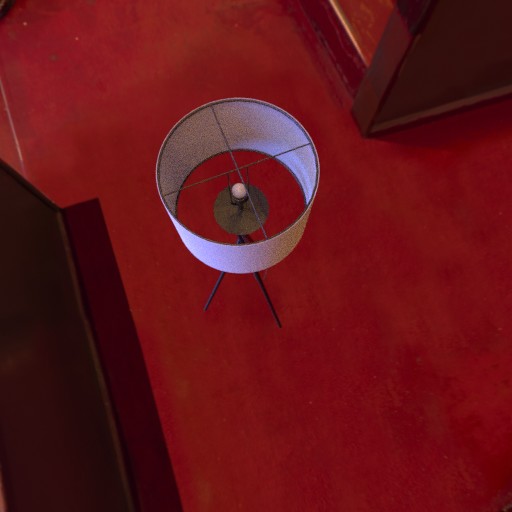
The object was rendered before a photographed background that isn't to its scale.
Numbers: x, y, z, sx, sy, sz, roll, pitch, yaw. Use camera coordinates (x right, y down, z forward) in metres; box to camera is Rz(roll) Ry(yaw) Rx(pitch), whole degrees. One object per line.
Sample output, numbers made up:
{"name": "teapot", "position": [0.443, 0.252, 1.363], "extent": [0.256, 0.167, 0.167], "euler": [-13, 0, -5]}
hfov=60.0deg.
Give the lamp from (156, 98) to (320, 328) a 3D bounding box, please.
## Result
{"name": "lamp", "position": [0.000, 0.000, 1.944], "extent": [0.667, 1.624, 0.522], "euler": [-21, 75, -6]}
